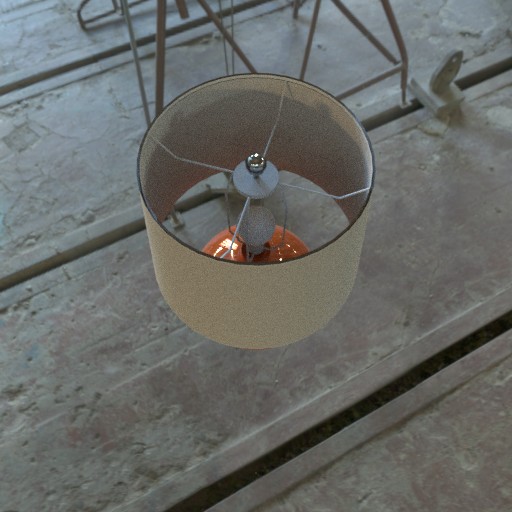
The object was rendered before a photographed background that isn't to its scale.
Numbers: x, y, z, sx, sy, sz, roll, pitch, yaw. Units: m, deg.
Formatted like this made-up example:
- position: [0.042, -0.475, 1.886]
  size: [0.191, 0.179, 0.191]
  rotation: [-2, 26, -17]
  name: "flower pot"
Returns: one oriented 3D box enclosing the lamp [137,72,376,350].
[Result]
- position: [0.000, 0.000, 0.556]
  size: [0.247, 0.387, 0.247]
  rotation: [0, 64, 0]
  name: "lamp"
